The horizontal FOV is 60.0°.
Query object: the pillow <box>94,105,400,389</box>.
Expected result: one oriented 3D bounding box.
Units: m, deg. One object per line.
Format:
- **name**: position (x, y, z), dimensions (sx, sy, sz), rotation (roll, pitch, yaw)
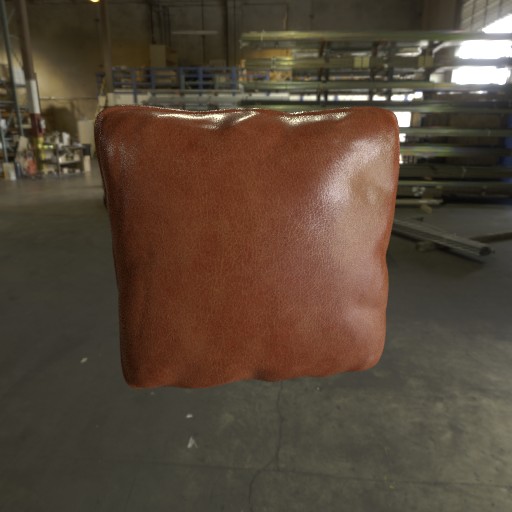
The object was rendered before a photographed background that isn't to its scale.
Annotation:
- **pillow**: position (0.000, 0.000, 0.814), dimensions (0.532, 0.523, 0.236), rotation (-2, 17, -8)
